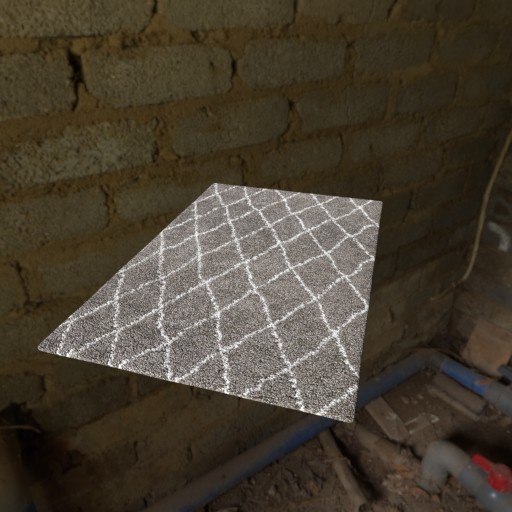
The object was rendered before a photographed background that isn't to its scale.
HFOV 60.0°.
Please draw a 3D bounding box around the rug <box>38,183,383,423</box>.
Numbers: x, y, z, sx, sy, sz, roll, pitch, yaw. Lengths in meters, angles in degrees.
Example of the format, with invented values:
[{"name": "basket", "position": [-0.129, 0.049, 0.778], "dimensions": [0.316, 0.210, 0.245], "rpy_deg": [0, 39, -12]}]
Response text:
[{"name": "rug", "position": [0.000, 0.000, 3.428], "dimensions": [1.778, 0.030, 2.743], "rpy_deg": [8, 31, 14]}]
